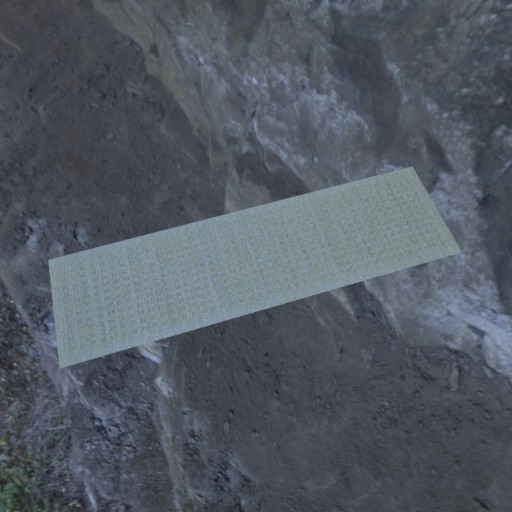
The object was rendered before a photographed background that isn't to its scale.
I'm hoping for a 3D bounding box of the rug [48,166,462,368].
[{"bbox_3d":[0.000,0.000,2.716,2.437,0.006,0.686,-15,64,-8],"label":"rug"}]
